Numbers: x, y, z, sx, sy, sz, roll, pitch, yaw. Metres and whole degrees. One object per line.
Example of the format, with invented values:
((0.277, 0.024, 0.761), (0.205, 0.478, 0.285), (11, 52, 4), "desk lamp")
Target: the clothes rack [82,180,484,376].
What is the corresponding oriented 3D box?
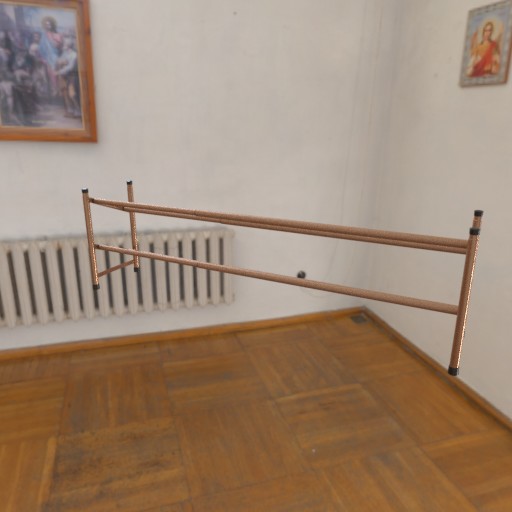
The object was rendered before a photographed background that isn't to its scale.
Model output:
((0.000, 0.000, 1.321), (1.168, 0.349, 0.229), (9, 20, 26), "clothes rack")
